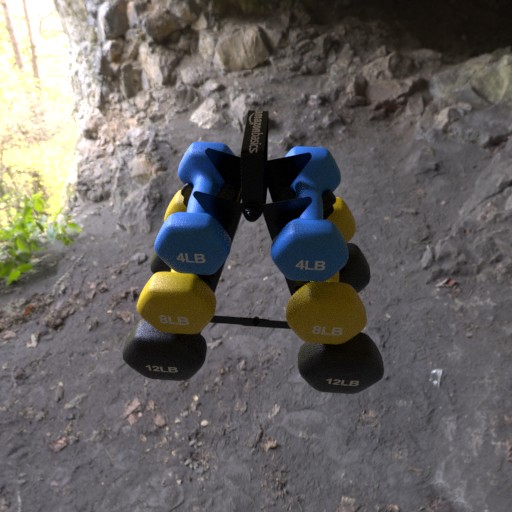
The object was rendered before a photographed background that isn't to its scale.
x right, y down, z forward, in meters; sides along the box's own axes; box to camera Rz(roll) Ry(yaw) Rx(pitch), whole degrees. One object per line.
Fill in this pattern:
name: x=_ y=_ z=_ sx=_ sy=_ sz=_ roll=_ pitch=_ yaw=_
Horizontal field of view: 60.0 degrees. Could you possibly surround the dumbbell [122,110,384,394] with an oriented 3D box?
dumbbell: x=0.000 y=0.000 z=0.664 sx=0.409 sy=0.426 sz=0.255 roll=3 pitch=47 yaw=3
